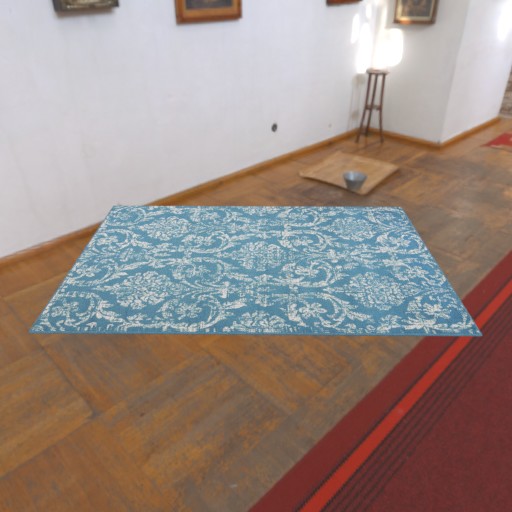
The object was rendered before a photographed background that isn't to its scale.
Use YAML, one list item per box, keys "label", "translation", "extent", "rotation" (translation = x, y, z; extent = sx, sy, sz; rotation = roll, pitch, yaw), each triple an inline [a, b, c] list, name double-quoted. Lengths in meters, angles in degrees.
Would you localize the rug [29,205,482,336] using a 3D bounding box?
- label: "rug"
  translation: [0.000, 0.000, 3.453]
  extent: [2.746, 0.018, 1.816]
  rotation: [0, 31, 1]
